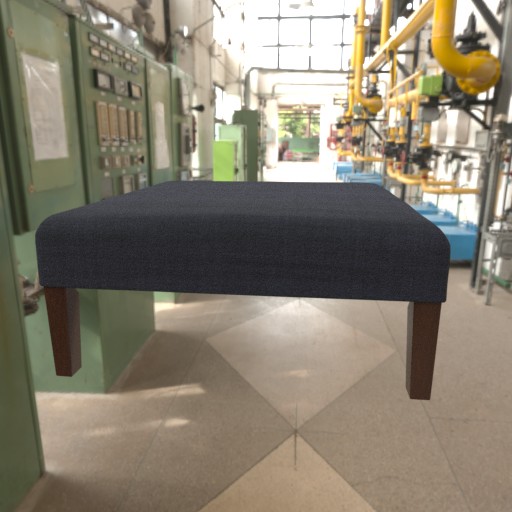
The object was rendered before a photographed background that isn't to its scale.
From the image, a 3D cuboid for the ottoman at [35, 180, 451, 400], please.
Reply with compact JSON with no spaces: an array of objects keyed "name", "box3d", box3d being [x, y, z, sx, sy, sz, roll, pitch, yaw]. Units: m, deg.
[{"name":"ottoman","box3d":[0.000,0.000,1.380,0.890,0.411,0.889,2,15,7]}]
